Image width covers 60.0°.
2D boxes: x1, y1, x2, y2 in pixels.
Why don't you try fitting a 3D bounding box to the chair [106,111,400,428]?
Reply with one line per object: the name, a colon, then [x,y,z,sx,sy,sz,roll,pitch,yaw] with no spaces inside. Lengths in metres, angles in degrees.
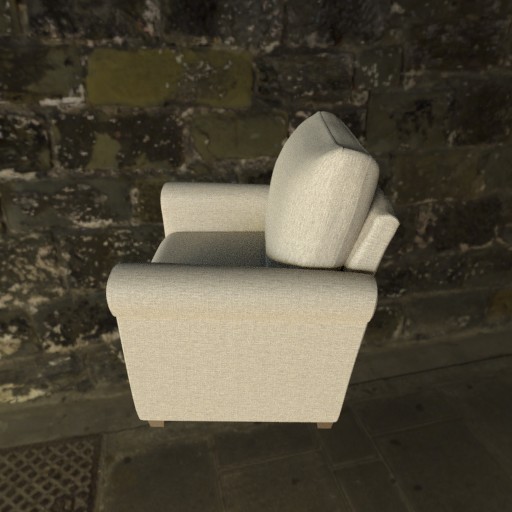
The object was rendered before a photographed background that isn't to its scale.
chair: [0.000,0.000,2.340,1.180,1.349,1.275,0,28,1]
